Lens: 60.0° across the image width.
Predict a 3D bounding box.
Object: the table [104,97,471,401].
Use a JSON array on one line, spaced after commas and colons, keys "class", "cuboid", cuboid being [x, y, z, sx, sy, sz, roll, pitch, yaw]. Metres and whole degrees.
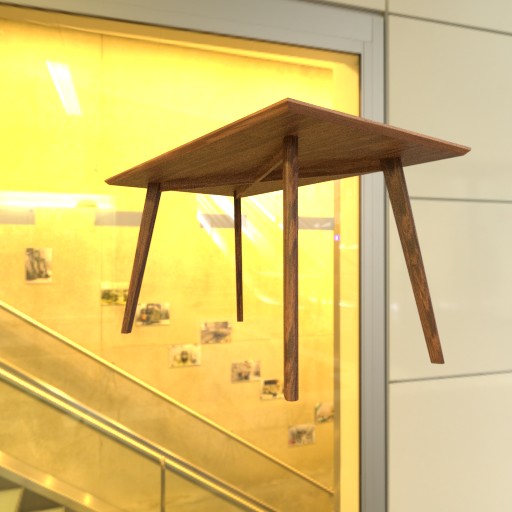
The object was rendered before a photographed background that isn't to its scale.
[{"class": "table", "cuboid": [0.000, 0.000, 1.792, 0.801, 0.724, 1.349, 0, 0, -36]}]
